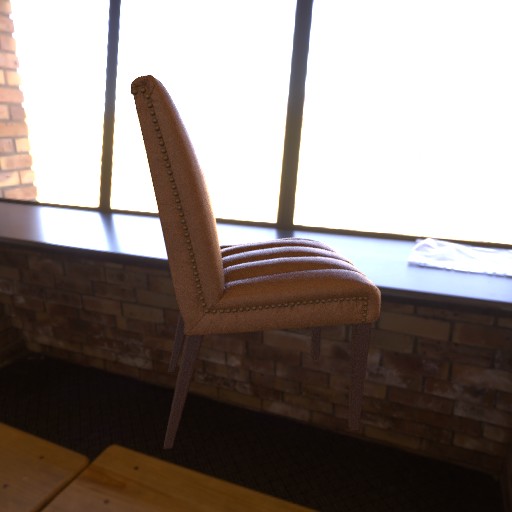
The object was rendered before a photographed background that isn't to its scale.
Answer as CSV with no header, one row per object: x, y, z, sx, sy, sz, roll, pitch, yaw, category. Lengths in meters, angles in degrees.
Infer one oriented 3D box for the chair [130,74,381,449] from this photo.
0.000,0.000,1.391,0.647,1.016,0.511,-3,17,-9,chair
